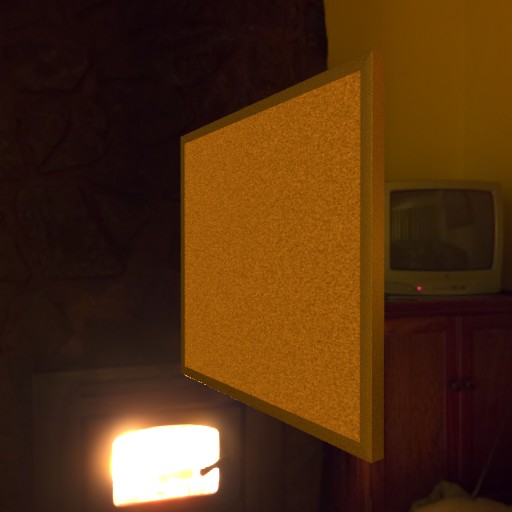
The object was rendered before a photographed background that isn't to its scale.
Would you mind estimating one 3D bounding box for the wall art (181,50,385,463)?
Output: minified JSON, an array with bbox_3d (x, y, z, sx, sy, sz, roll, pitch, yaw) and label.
[{"bbox_3d":[0.000,0.000,1.139,0.036,0.765,0.767,0,1,-37],"label":"wall art"}]
